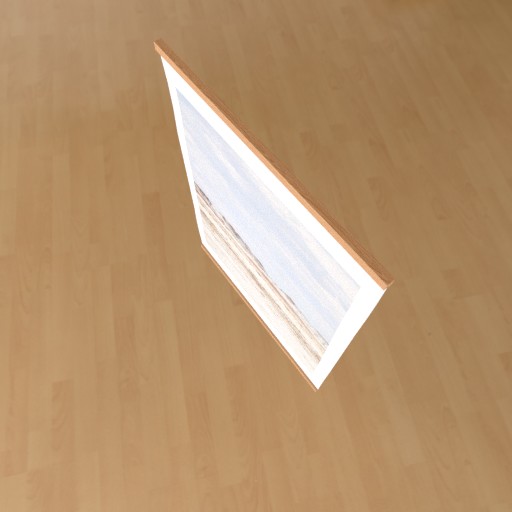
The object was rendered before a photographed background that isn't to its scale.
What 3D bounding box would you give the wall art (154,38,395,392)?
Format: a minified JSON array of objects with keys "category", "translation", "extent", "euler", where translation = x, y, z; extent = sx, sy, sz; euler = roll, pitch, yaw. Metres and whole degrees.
[{"category":"wall art","translation":[0.000,0.000,0.803],"extent":[0.011,0.605,0.458],"euler":[-34,68,-16]}]
